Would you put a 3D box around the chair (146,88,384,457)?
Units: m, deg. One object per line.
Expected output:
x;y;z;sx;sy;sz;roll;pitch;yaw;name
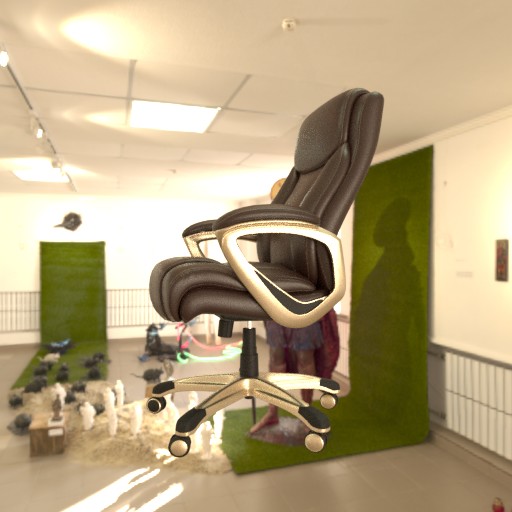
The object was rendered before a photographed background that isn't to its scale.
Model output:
0.000;0.000;1.616;0.749;1.194;0.692;0;0;-18;chair
